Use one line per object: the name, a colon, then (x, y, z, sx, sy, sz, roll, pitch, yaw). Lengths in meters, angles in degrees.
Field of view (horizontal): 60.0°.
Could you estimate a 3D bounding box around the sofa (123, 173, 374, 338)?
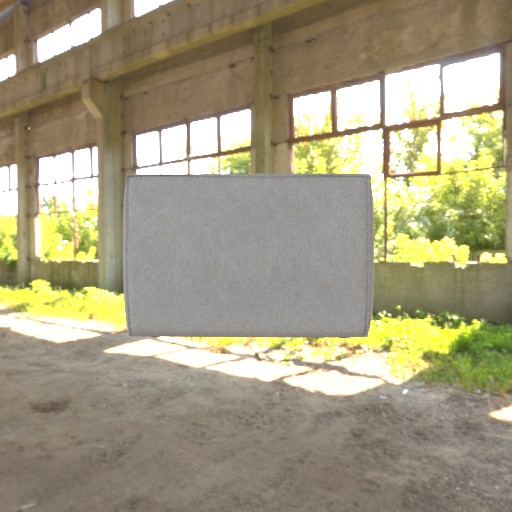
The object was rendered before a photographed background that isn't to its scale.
sofa: (0.000, 0.000, 3.049, 1.038, 0.680, 2.697, 0, 1, 2)
